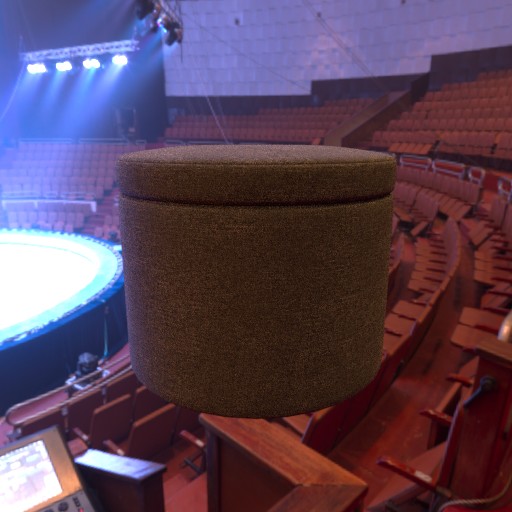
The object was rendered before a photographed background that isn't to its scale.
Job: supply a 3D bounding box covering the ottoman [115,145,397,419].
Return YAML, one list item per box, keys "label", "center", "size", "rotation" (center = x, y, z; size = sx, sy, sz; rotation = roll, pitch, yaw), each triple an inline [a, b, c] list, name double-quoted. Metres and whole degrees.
- label: "ottoman"
  center: [0.000, 0.000, 0.864]
  size: [0.500, 0.419, 0.500]
  rotation: [0, 14, 0]
